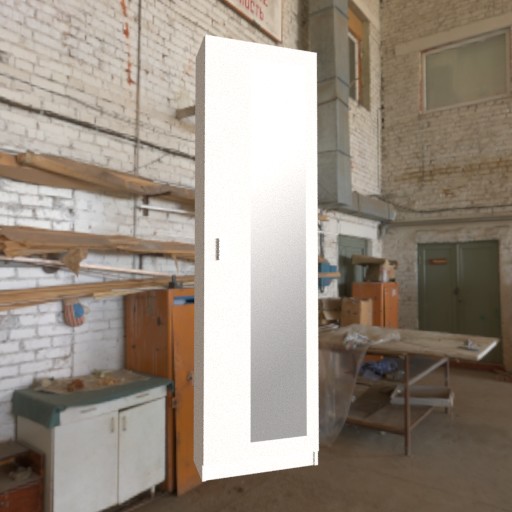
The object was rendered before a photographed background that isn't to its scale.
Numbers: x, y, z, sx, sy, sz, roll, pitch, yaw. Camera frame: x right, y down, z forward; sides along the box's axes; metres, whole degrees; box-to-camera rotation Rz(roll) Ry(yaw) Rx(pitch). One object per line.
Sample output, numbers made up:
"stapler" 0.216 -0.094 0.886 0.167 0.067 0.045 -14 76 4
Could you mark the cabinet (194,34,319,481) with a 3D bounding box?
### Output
"cabinet" 0.000 0.000 1.939 0.500 1.790 0.230 1 -2 -18
